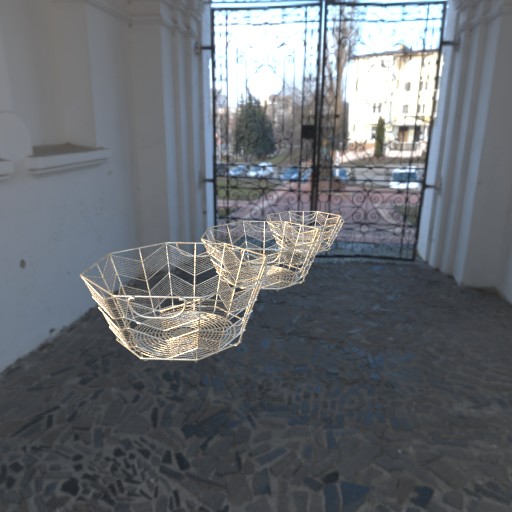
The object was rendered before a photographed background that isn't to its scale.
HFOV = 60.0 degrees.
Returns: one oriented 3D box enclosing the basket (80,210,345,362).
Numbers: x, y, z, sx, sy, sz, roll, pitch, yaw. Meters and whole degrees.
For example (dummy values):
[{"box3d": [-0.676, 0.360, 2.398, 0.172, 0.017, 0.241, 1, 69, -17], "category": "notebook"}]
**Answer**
[{"box3d": [0.000, 0.000, 1.400, 0.432, 0.178, 1.246, 8, 18, 24], "category": "basket"}]
